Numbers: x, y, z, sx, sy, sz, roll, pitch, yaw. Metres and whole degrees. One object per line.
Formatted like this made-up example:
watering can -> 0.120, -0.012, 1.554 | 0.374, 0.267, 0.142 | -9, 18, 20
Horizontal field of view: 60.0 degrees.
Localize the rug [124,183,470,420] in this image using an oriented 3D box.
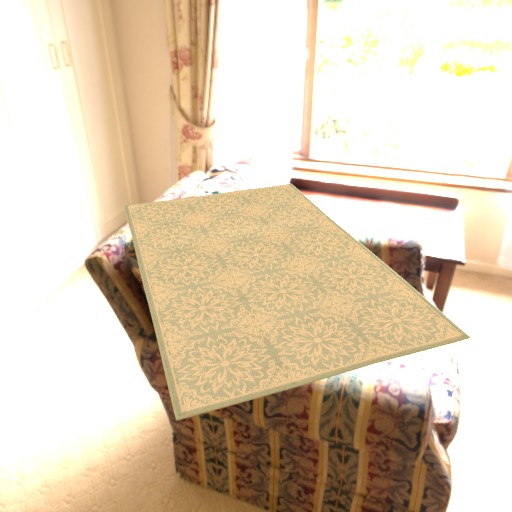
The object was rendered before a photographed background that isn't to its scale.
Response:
rug -> 0.000, 0.000, 3.564 | 1.819, 0.018, 2.746 | -10, 32, -17
